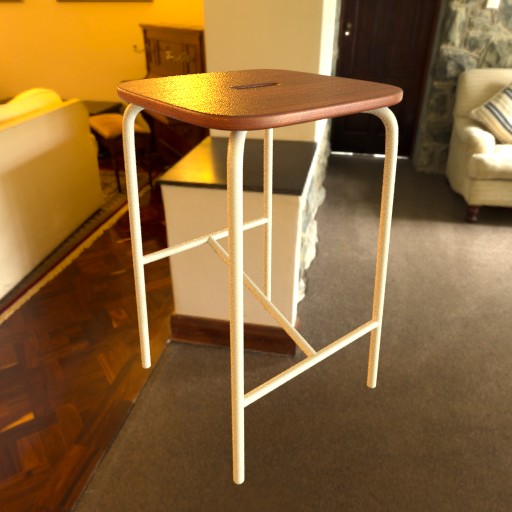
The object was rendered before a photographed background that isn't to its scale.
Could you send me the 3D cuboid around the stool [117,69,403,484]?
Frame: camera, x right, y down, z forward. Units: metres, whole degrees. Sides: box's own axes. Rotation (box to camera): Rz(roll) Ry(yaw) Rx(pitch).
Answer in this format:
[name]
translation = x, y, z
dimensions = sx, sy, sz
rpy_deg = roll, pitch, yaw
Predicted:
[stool]
translation = 0.000, 0.000, 0.842
dimensions = 0.376, 0.610, 0.376
rpy_deg = -21, 35, -33
